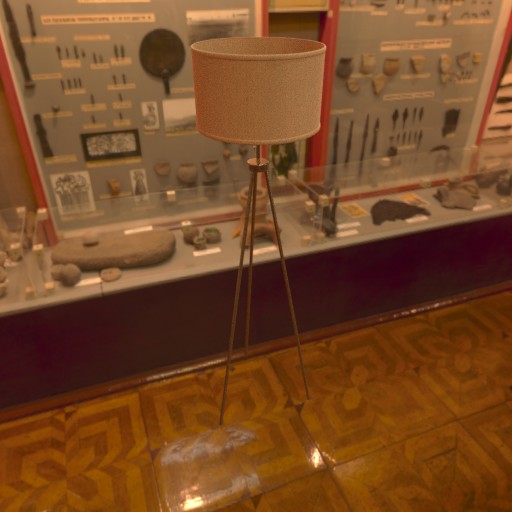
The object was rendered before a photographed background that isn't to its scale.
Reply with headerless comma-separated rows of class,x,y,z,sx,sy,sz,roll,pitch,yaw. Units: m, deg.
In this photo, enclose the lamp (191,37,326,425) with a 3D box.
lamp,0.000,0.000,1.776,0.449,1.545,0.460,-10,34,-16
